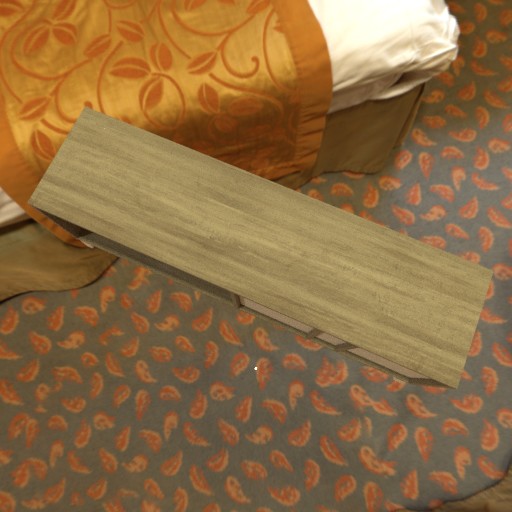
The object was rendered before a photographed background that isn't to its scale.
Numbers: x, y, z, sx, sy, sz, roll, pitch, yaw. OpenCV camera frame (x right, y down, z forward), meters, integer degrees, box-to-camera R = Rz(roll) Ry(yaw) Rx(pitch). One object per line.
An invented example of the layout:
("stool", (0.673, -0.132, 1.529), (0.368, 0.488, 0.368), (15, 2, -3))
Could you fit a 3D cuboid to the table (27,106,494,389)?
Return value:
("table", (0.000, 0.000, 1.714), (1.500, 0.530, 0.400), (23, 77, 6))
